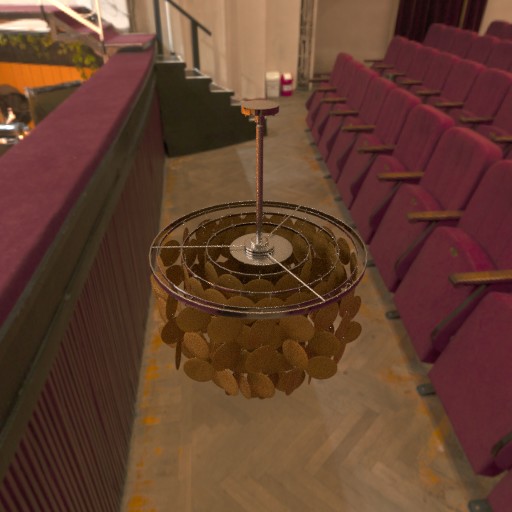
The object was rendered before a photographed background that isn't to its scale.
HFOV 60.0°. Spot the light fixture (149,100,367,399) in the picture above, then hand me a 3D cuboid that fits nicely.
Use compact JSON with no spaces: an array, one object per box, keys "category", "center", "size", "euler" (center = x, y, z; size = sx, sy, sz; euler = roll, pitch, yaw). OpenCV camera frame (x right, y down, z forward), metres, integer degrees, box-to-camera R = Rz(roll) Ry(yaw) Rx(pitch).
[{"category":"light fixture","center":[0.000,0.000,0.742],"size":[0.368,0.492,0.368],"euler":[0,32,0]}]
